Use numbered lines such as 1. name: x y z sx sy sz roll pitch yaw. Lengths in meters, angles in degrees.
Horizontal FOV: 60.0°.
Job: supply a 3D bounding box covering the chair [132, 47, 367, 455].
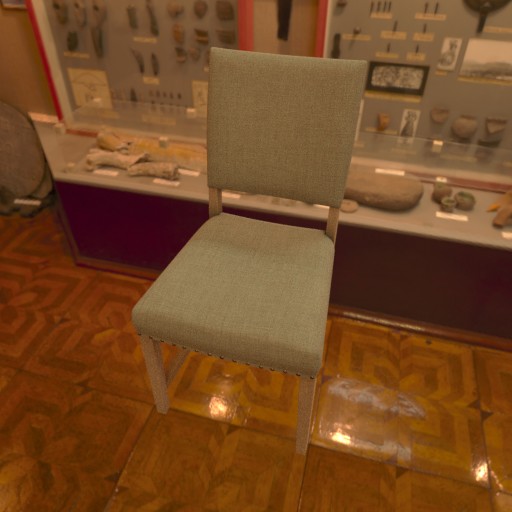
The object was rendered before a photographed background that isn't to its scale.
1. chair: 0.000 0.000 1.311 0.508 0.986 0.622 11 41 13
